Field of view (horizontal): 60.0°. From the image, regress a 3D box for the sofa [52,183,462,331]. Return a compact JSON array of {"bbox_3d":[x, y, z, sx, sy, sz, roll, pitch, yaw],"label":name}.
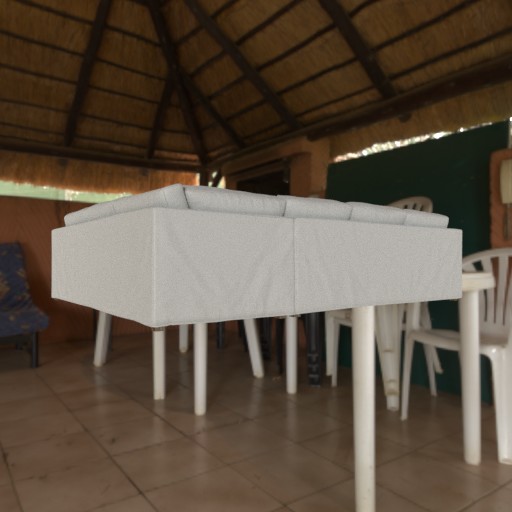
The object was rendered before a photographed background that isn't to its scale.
[{"bbox_3d":[0.000,0.000,4.295,3.182,0.871,2.432,0,-1,-37],"label":"sofa"}]
